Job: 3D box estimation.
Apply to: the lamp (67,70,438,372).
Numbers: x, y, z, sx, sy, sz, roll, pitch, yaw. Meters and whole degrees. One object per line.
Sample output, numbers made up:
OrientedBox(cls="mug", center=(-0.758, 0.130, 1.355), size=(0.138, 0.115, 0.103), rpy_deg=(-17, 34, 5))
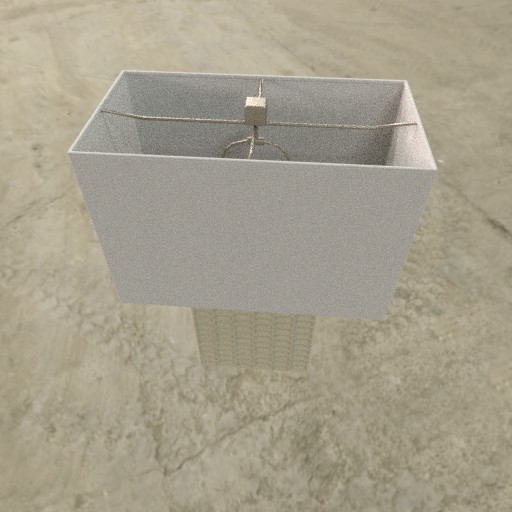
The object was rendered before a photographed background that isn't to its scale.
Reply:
OrientedBox(cls="lamp", center=(0.000, 0.000, 0.697), size=(0.380, 0.515, 0.200), rpy_deg=(3, 46, 3))
